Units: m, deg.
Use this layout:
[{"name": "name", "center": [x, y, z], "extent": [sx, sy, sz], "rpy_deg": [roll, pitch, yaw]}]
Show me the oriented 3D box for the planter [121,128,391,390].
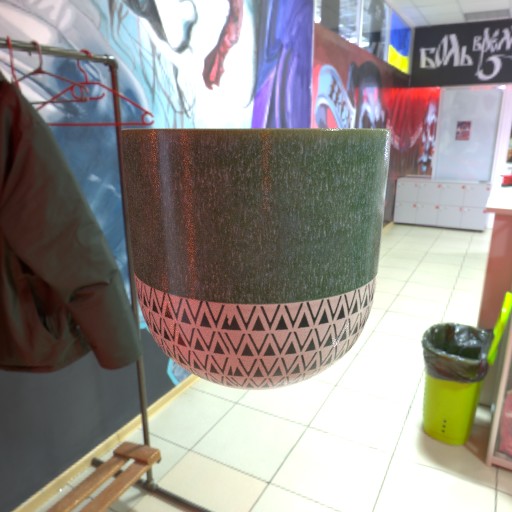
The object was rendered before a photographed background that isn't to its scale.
[{"name": "planter", "center": [0.000, 0.000, 0.490], "extent": [0.266, 0.270, 0.266], "rpy_deg": [0, 16, 0]}]
